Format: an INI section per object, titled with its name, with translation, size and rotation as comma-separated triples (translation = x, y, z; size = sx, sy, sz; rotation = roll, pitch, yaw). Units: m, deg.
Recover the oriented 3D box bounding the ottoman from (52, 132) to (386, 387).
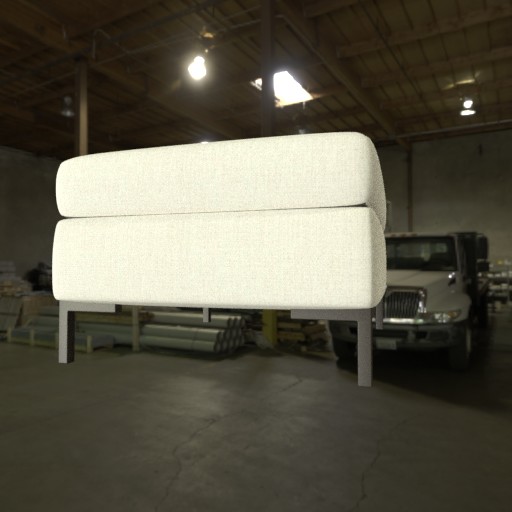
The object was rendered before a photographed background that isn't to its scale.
[ottoman]
translation = 0.000, 0.000, 1.172
size = 0.657, 0.453, 0.794
rotation = -1, -2, 17
